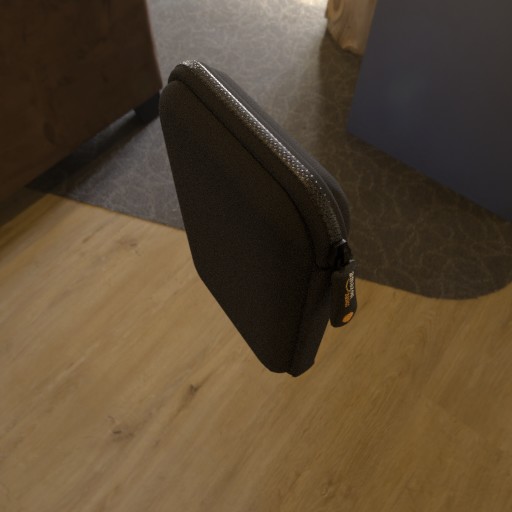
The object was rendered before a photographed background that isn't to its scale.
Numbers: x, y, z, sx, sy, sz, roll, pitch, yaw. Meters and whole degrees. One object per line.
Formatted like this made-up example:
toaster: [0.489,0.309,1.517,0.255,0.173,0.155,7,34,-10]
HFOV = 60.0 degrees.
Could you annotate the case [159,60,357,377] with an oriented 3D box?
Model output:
case: [0.000,0.000,0.195,0.030,0.147,0.107,-31,63,-17]
